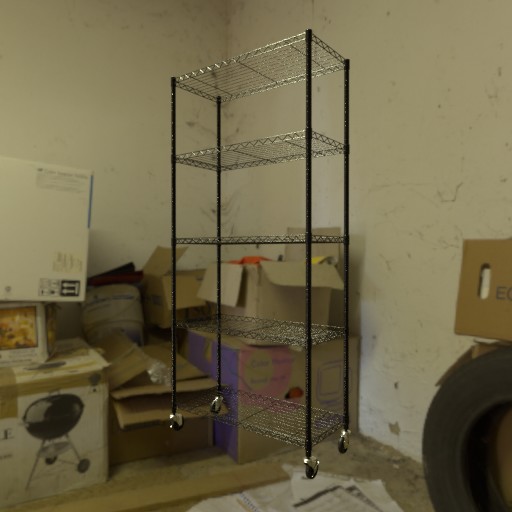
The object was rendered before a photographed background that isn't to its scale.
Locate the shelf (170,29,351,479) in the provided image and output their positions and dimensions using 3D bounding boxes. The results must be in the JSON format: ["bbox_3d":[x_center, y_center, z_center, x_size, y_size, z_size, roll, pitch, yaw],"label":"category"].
[{"bbox_3d":[0.000,0.000,1.960,0.762,1.645,0.356,0,1,37],"label":"shelf"}]
